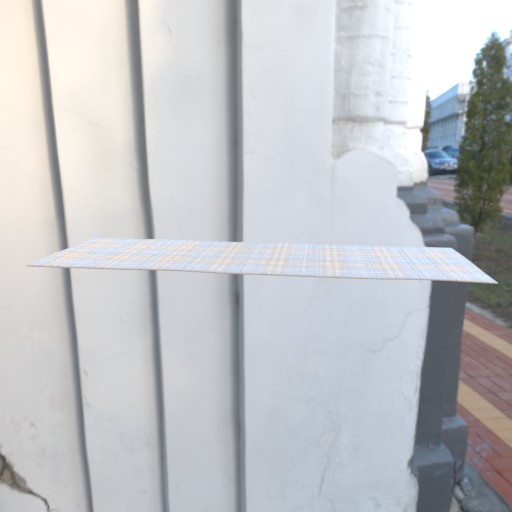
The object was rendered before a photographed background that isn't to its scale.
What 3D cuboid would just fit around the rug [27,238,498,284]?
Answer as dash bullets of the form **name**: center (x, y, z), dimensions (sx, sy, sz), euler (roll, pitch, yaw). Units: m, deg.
- **rug**: center (0.000, 0.000, 2.644), dimensions (2.439, 0.013, 0.762), euler (2, 14, 7)
